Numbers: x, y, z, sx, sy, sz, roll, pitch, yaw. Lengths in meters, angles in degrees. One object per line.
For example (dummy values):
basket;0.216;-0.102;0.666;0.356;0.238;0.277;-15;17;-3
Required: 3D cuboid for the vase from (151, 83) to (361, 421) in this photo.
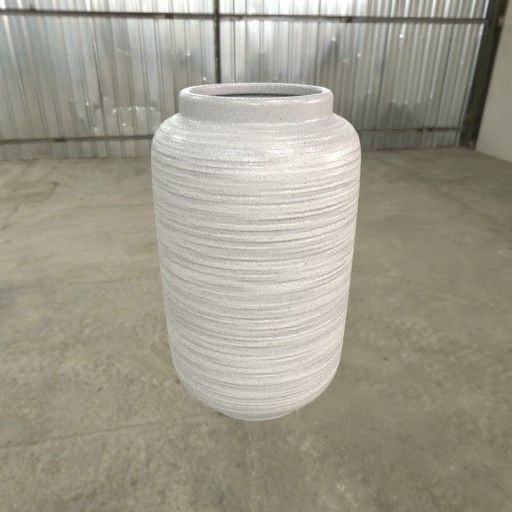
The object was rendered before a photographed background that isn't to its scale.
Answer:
vase;0.000;0.000;0.475;0.202;0.335;0.202;0;26;0
